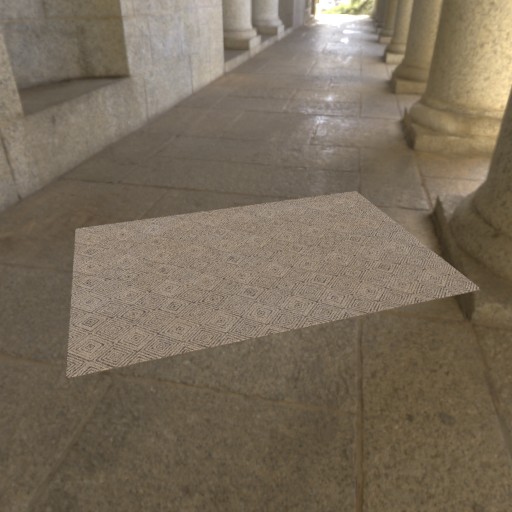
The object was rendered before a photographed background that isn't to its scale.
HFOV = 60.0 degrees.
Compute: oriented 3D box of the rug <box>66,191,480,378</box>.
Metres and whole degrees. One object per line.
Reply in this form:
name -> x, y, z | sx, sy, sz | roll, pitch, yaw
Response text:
rug -> 0.000, 0.000, 2.277 | 1.783, 0.008, 1.175 | -9, 33, -15
